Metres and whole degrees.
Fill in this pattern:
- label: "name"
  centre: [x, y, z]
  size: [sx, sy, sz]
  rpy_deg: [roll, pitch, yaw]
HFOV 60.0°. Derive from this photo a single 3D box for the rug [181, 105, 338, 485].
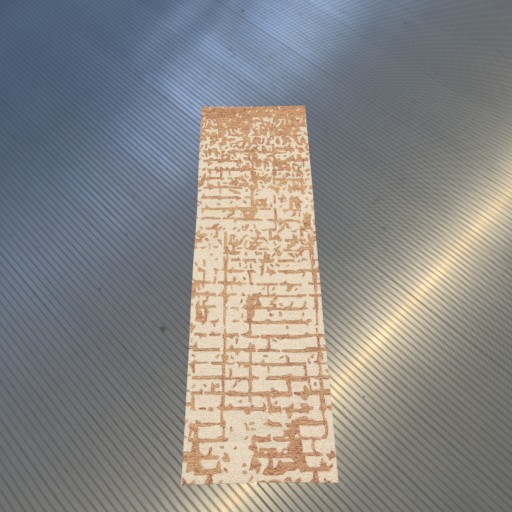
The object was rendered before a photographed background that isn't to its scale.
- label: "rug"
  centre: [0.000, 0.000, 2.660]
  size: [0.750, 0.011, 2.435]
  rpy_deg: [-1, 63, 0]
